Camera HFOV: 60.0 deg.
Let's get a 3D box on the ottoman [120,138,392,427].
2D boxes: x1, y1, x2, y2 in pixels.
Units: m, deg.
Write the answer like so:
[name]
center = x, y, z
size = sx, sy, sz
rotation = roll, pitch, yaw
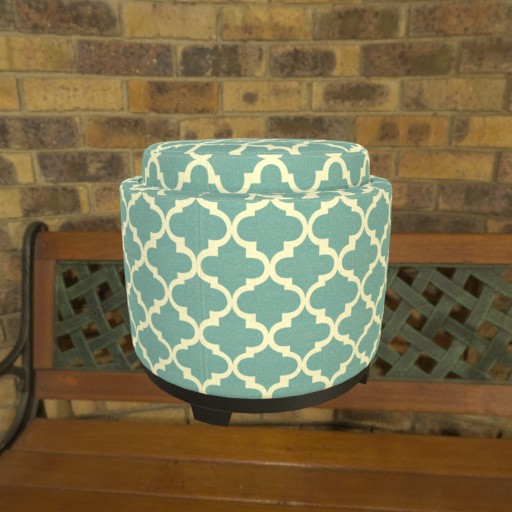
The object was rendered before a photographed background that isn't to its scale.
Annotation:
[ottoman]
center = 0.000, 0.000, 0.841
size = 0.480, 0.429, 0.480
rotation = 0, 16, 0
